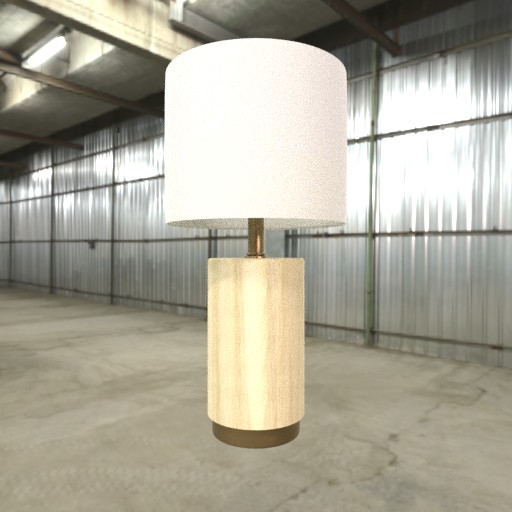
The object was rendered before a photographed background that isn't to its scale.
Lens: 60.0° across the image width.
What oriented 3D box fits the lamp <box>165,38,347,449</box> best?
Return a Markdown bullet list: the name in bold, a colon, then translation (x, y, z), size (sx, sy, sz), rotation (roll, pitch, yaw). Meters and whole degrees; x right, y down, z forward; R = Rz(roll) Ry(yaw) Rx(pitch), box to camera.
- **lamp**: translation (0.000, 0.000, 0.565), size (0.228, 0.444, 0.228), rotation (0, 0, -19)
